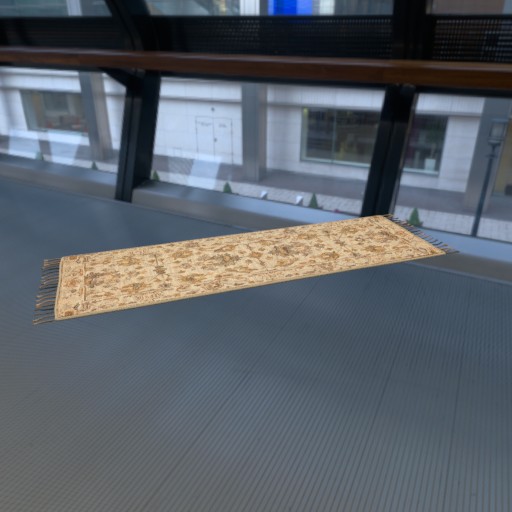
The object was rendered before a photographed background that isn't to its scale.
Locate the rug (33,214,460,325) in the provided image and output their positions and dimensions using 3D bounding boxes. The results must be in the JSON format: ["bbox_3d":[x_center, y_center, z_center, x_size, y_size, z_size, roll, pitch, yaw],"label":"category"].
[{"bbox_3d":[0.000,0.000,2.701,2.438,0.021,0.729,-9,27,-17],"label":"rug"}]
